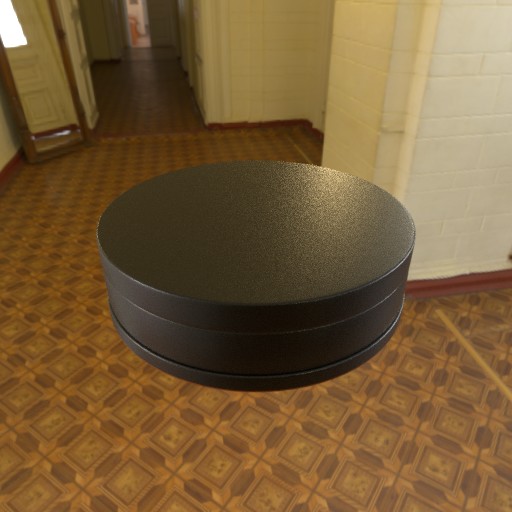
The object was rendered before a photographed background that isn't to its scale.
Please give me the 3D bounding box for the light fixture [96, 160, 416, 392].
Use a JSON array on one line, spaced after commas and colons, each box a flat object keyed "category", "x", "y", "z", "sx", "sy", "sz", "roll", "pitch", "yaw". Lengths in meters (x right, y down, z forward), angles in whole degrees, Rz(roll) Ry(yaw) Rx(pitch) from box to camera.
[{"category": "light fixture", "x": 0.000, "y": 0.000, "z": 0.430, "sx": 0.283, "sy": 0.097, "sz": 0.283, "roll": 0, "pitch": 31, "yaw": 0}]
